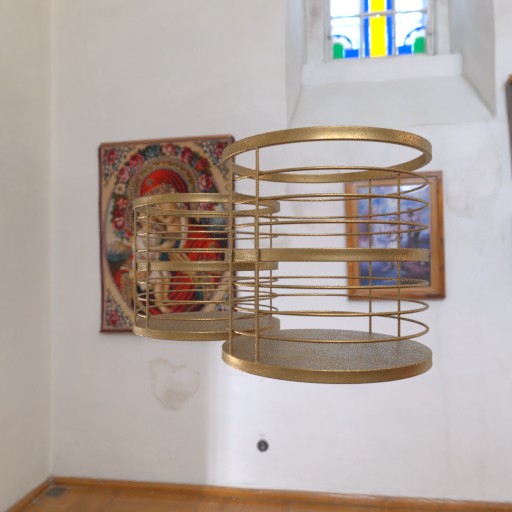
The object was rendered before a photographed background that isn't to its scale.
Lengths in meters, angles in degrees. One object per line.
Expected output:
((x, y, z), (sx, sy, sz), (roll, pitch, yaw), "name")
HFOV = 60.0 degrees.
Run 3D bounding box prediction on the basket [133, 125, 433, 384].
((0.000, 0.000, 0.933), (0.356, 0.351, 0.746), (0, 0, -37), "basket")
